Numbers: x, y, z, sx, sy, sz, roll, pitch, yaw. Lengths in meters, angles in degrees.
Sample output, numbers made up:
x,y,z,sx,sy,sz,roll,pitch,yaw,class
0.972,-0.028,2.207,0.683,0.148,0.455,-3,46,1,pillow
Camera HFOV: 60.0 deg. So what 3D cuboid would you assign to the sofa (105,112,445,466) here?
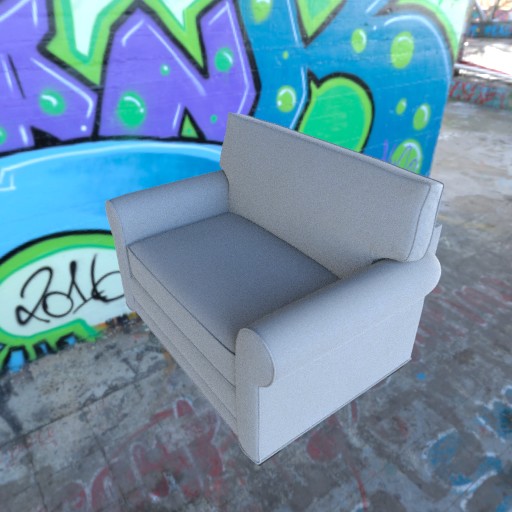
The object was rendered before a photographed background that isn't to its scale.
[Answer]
x,y,z,sx,sy,sz,roll,pitch,yaw,class
0.000,0.000,2.082,0.937,1.006,1.405,-21,37,-31,sofa
